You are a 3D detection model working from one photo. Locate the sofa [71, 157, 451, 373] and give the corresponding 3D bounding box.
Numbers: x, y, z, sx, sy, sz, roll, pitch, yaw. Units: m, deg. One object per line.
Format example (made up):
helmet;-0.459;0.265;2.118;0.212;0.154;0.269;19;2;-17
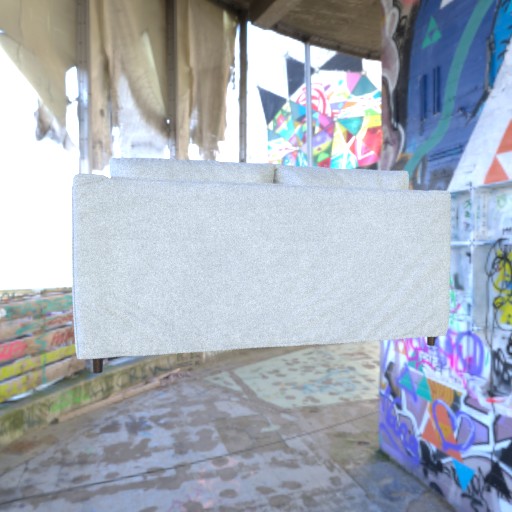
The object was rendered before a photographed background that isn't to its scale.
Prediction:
sofa;0.000;0.000;2.694;2.010;1.018;1.072;0;1;-18
